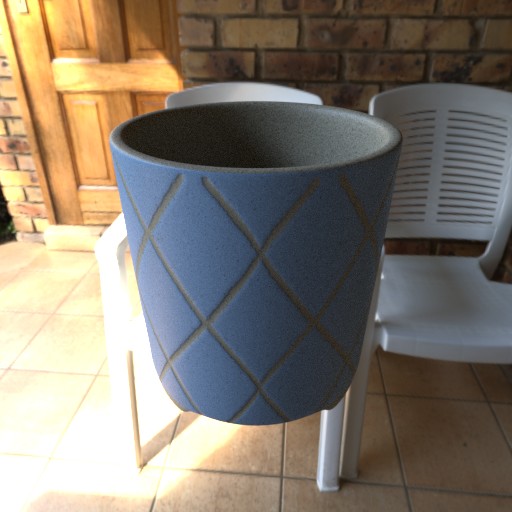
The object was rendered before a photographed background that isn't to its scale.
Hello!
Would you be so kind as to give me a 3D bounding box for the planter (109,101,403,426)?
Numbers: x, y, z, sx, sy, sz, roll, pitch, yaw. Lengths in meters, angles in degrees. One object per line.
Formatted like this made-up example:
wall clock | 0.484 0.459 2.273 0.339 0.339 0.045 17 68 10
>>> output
planter | 0.000 0.000 0.347 0.191 0.200 0.191 0 29 0
